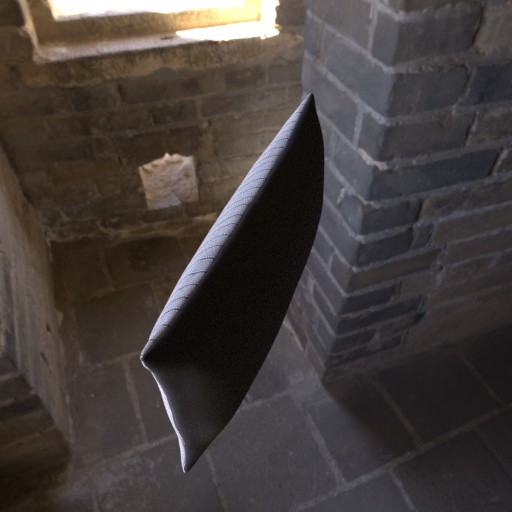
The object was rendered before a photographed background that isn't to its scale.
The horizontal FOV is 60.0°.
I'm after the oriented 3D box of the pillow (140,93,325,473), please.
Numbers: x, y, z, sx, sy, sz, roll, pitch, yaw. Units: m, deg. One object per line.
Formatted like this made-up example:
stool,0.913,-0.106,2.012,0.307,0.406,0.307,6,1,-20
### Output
pillow,0.000,0.000,0.723,0.151,0.305,0.609,15,48,14
